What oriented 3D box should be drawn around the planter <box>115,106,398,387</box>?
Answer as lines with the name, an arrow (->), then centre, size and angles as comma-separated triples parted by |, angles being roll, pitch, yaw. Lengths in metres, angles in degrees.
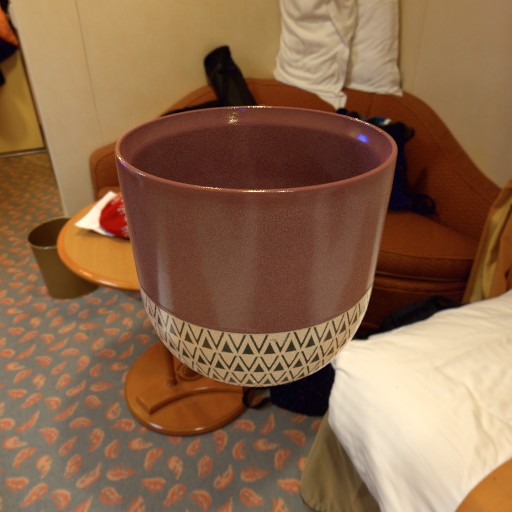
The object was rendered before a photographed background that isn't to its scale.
planter -> 0.000, 0.000, 0.500 | 0.266, 0.270, 0.266 | 0, 31, 0
